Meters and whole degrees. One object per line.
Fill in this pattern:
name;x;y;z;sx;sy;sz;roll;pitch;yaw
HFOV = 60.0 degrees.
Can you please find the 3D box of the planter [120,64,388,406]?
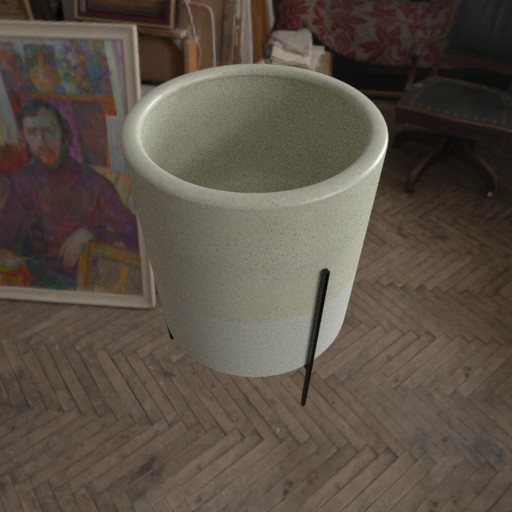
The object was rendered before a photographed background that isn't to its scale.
planter;0.000;0.000;0.716;0.324;0.483;0.333;-24;51;-21
